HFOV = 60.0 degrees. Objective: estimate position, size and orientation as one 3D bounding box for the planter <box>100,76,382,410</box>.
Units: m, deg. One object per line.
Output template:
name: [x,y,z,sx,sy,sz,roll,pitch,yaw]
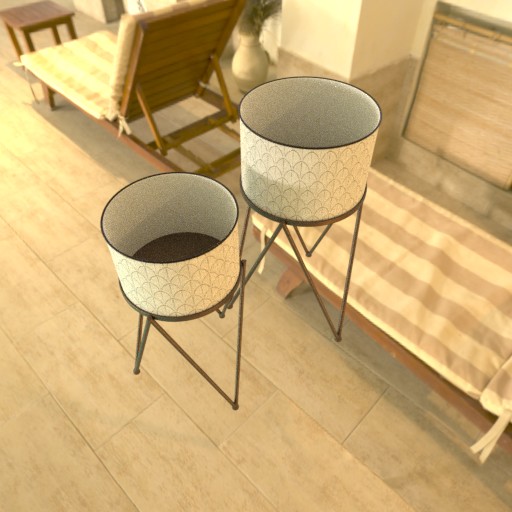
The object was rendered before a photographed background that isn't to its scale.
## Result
planter: [0.000,0.000,1.194,0.769,0.712,0.413,-31,54,-26]
